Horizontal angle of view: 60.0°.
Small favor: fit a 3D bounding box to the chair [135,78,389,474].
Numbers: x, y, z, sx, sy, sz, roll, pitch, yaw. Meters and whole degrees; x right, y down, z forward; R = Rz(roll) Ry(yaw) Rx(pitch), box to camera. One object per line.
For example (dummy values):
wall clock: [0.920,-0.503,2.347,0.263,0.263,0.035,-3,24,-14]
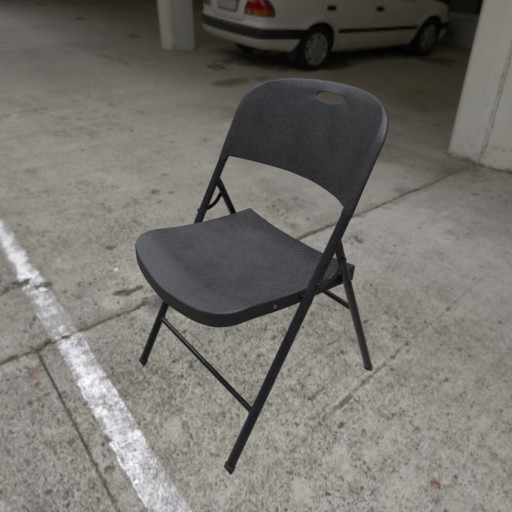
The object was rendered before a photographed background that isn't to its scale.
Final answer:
chair: [0.000,0.000,1.180,0.566,0.810,0.494,-23,39,-32]
